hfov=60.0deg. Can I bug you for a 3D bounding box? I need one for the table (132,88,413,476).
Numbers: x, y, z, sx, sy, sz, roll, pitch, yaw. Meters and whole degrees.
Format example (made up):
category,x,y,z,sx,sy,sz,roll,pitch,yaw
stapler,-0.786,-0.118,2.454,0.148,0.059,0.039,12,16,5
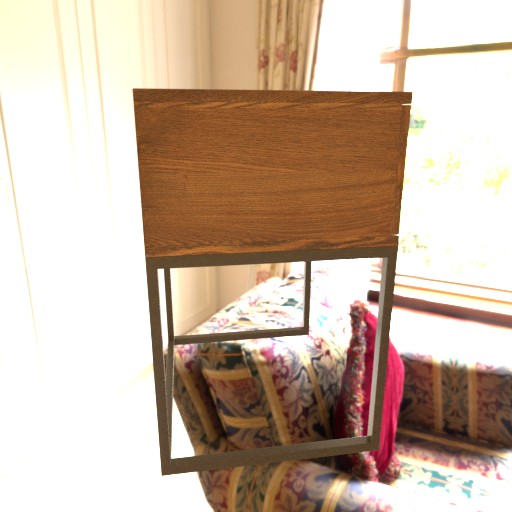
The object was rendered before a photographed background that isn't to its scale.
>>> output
category,x,y,z,sx,sy,sz,roll,pitch,yaw
table,0.000,0.000,0.914,0.400,0.610,0.482,-3,17,-9
